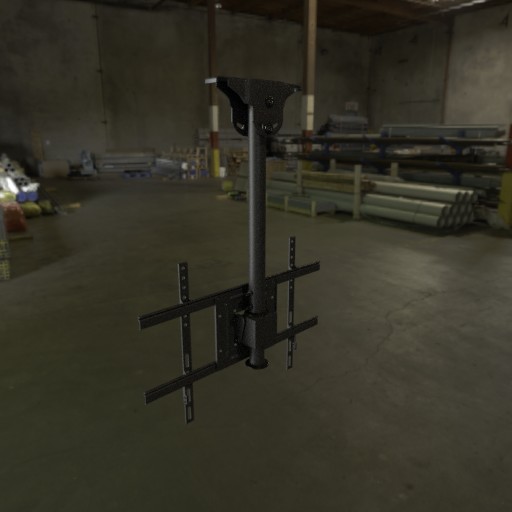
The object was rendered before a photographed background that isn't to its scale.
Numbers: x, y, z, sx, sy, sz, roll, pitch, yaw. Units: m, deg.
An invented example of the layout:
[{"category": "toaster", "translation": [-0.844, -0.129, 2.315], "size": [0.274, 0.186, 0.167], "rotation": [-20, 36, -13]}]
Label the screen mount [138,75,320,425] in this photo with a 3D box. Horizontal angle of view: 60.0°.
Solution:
[{"category": "screen mount", "translation": [0.000, 0.000, 1.054], "size": [0.595, 0.775, 0.090], "rotation": [-15, 21, -43]}]
